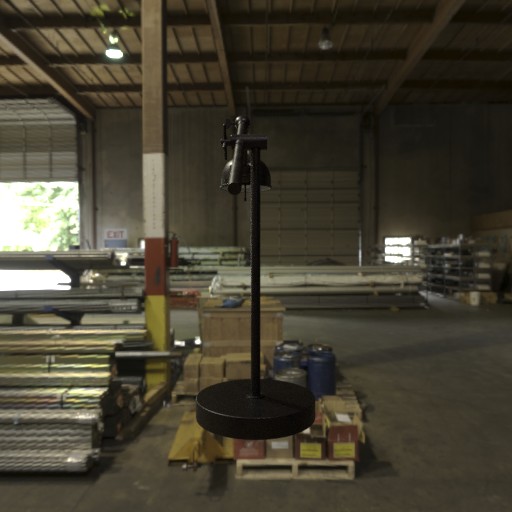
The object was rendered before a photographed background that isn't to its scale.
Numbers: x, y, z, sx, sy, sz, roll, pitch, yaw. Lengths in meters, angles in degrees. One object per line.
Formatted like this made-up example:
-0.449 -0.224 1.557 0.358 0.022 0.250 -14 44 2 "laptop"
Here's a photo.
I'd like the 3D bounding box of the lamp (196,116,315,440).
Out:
0.000 0.000 0.800 0.185 0.495 0.567 0 1 0 "lamp"
